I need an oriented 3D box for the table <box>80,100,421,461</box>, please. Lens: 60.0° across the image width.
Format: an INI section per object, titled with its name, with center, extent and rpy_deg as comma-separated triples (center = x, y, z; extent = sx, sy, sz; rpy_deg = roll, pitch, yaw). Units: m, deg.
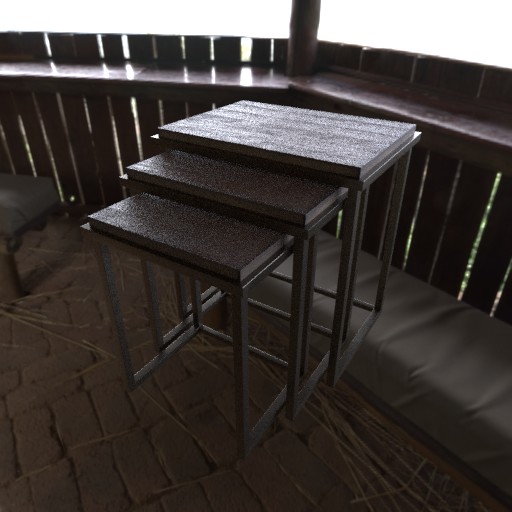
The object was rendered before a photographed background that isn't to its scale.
[table]
center = 0.000, 0.000, 1.163
extent = 0.559, 0.610, 0.706
rpy_deg = 18, 36, 28
